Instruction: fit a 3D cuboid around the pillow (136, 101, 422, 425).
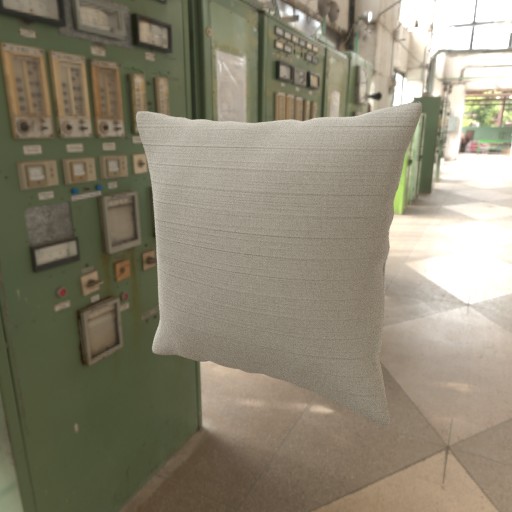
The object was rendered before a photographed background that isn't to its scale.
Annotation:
[{"bbox_3d":[0.000,0.000,0.720,0.470,0.464,0.175,8,18,27],"label":"pillow"}]
